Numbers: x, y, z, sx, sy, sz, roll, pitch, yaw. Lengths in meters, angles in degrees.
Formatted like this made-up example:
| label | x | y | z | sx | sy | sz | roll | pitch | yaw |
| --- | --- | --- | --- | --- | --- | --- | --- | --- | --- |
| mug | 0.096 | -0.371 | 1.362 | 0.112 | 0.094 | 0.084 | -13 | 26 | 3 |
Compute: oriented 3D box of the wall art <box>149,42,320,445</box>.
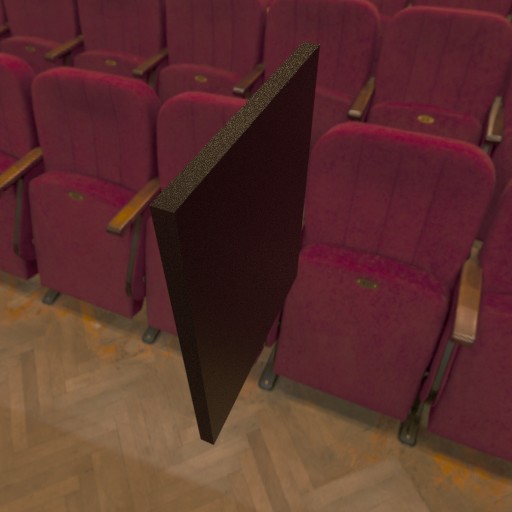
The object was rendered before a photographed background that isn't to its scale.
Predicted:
| label | x | y | z | sx | sy | sz | roll | pitch | yaw |
| --- | --- | --- | --- | --- | --- | --- | --- | --- | --- |
| wall art | 0.000 | 0.000 | 0.769 | 0.028 | 0.557 | 0.457 | 17 | 48 | 16 |
